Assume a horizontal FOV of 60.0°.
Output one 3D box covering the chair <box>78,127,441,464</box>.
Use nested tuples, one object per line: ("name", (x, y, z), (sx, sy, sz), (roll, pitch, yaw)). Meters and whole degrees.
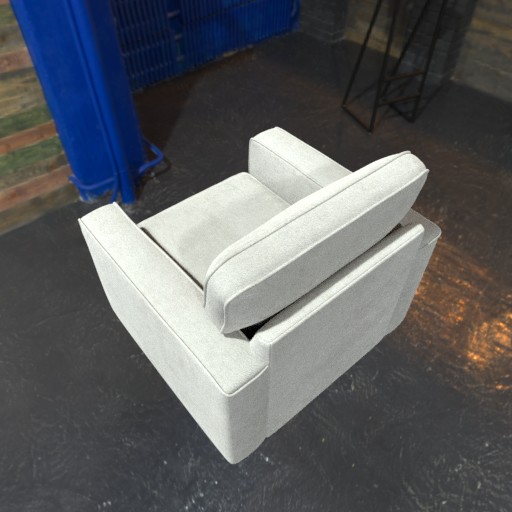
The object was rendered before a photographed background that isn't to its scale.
("chair", (0.000, 0.000, 1.745), (1.015, 0.965, 0.939), (-32, 55, -26))
